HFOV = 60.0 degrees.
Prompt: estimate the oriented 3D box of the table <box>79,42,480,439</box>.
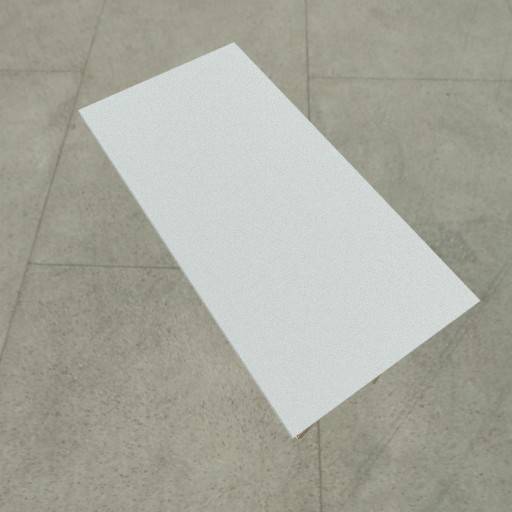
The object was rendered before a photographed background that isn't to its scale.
[{"bbox_3d":[0.000,0.000,1.369,0.498,0.660,0.991,-31,67,-15],"label":"table"}]
